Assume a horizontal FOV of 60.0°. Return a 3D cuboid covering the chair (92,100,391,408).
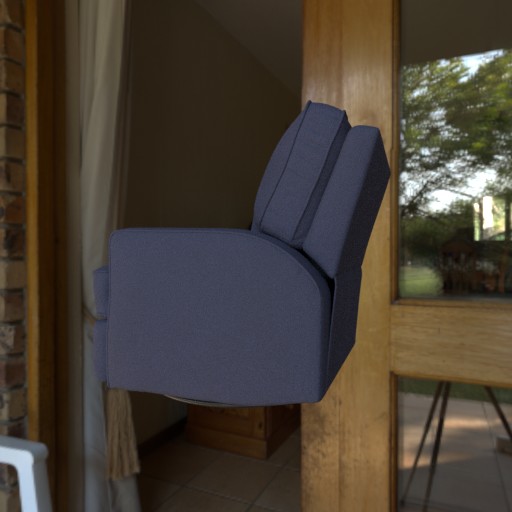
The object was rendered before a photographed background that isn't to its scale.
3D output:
[{"bbox_3d":[0.000,0.000,1.709,0.964,0.962,0.861,0,1,19],"label":"chair"}]
